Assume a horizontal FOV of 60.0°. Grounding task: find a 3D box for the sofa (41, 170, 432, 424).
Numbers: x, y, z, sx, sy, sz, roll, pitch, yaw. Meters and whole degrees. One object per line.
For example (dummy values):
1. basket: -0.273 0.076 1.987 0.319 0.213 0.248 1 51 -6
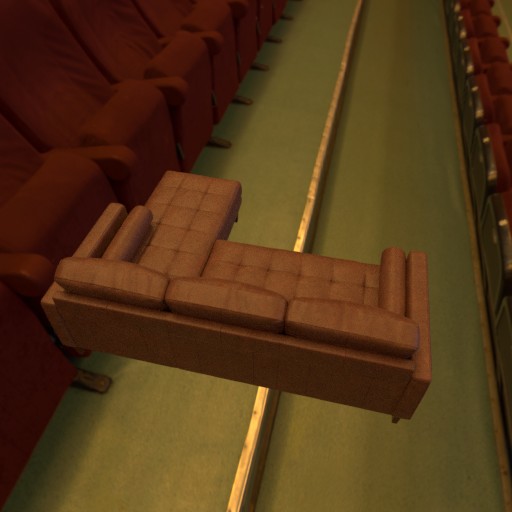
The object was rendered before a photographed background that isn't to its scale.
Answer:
1. sofa: 0.000 0.000 2.999 2.185 0.841 1.613 10 47 9
